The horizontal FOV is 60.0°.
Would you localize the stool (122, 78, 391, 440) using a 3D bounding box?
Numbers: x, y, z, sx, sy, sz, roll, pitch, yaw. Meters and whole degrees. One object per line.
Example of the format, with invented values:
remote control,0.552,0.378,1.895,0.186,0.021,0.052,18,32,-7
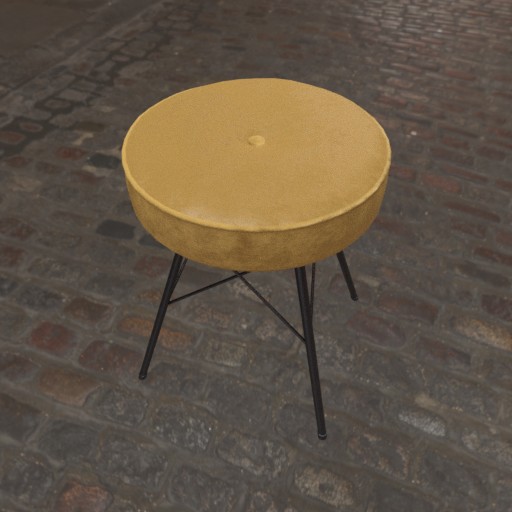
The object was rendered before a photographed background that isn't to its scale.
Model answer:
stool,0.000,0.000,0.919,0.472,0.595,0.438,16,49,14
